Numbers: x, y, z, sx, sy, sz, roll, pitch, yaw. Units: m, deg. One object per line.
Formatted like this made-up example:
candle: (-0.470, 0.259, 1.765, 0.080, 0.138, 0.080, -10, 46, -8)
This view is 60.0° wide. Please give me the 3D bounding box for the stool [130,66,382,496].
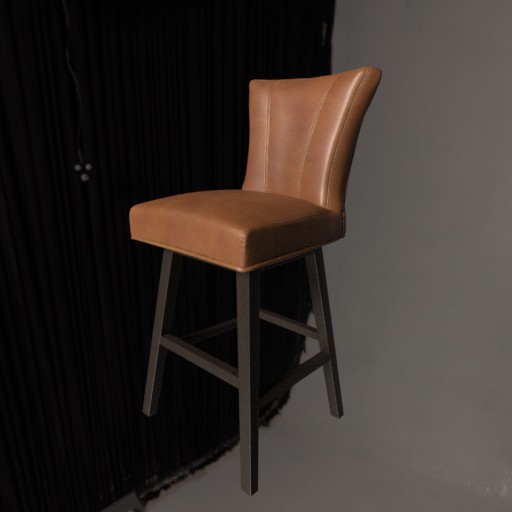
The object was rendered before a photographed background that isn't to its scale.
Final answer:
stool: (0.000, 0.000, 1.379, 0.522, 1.094, 0.585, 15, 21, 43)
